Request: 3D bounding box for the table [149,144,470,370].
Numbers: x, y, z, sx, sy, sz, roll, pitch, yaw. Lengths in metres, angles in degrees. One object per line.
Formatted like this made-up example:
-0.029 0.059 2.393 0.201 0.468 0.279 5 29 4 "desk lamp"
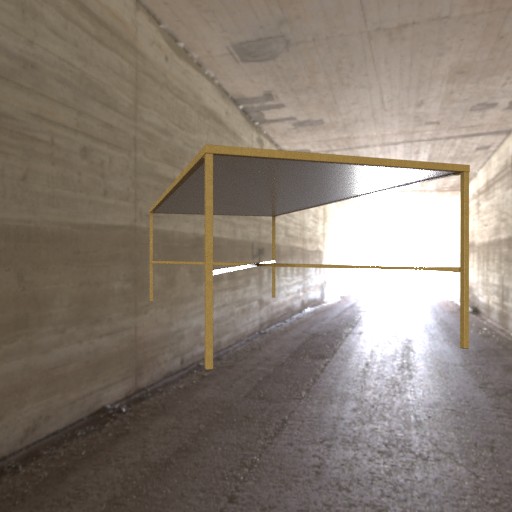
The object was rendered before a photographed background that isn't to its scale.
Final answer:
0.000 0.000 1.443 0.580 0.398 1.206 0 0 -18 "table"
